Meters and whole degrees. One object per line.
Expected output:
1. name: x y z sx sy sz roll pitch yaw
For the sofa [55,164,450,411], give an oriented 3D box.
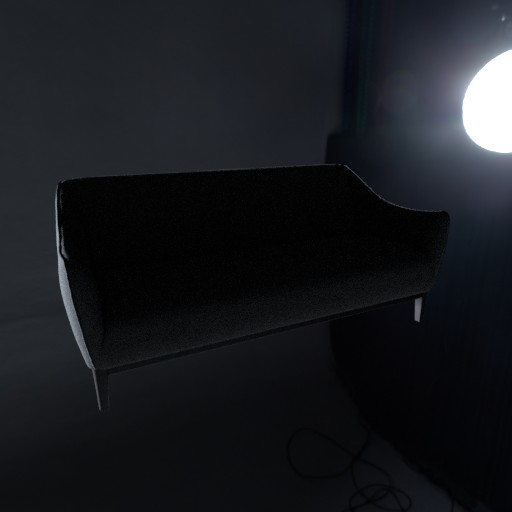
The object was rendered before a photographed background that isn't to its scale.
1. sofa: 0.000 0.000 2.326 1.928 0.829 0.867 -9 19 -27
